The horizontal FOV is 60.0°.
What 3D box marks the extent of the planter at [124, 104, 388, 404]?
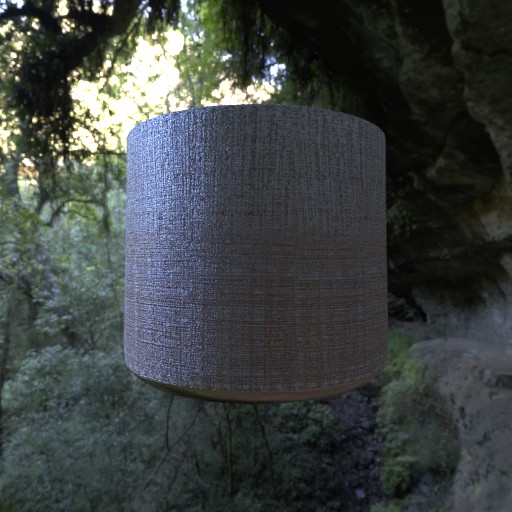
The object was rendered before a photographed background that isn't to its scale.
[{"bbox_3d":[0.000,0.000,0.190,0.109,0.096,0.109,0,0,0],"label":"planter"}]
